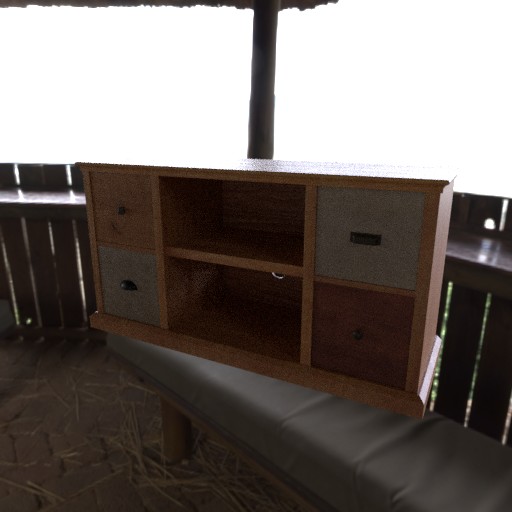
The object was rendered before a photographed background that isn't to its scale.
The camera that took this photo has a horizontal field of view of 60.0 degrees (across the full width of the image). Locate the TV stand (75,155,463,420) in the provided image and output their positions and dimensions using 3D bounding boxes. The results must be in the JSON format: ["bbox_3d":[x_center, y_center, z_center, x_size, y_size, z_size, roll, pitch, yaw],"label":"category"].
[{"bbox_3d":[0.000,0.000,1.491,1.181,0.607,0.417,8,18,27],"label":"TV stand"}]
